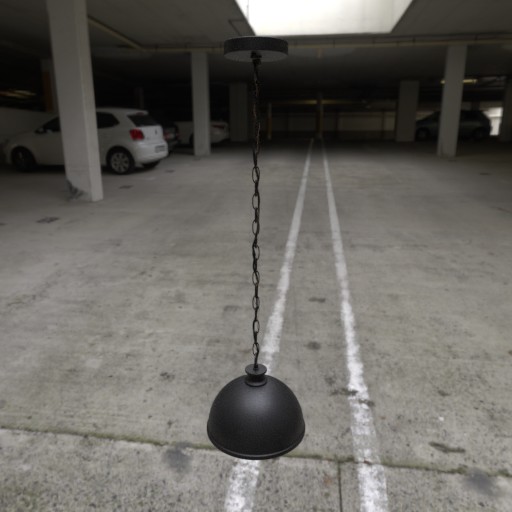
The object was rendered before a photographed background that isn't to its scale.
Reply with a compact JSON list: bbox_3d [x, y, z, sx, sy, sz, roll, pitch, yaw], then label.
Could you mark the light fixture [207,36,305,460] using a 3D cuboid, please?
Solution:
[{"bbox_3d":[0.000,0.000,1.236,0.304,1.090,0.304,2,15,7],"label":"light fixture"}]
